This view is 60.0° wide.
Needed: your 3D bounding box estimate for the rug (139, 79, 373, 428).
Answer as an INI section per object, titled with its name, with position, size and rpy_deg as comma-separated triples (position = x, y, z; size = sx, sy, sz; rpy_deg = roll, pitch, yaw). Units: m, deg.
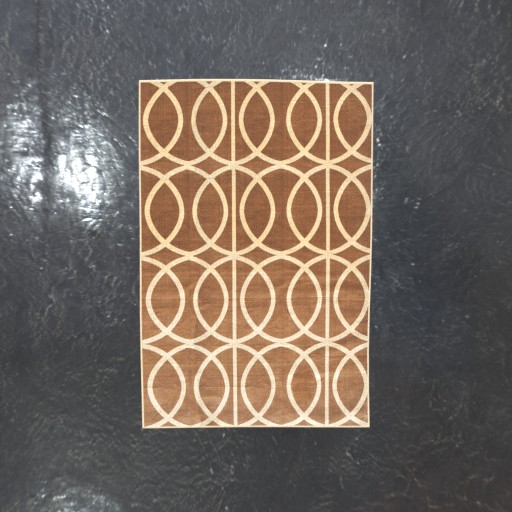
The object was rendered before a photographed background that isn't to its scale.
[rug]
position = 0.000, 0.000, 2.915
size = 1.528, 0.014, 2.294
rpy_deg = 0, 92, -1
